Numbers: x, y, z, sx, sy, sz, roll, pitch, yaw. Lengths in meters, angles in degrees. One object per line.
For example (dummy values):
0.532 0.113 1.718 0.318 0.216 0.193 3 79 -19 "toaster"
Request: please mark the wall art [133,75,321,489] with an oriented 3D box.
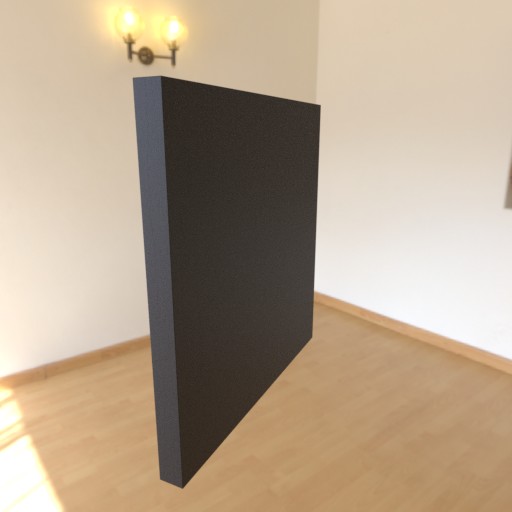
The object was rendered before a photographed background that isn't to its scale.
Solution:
0.000 0.000 0.743 0.038 0.507 0.507 7 17 25 "wall art"
